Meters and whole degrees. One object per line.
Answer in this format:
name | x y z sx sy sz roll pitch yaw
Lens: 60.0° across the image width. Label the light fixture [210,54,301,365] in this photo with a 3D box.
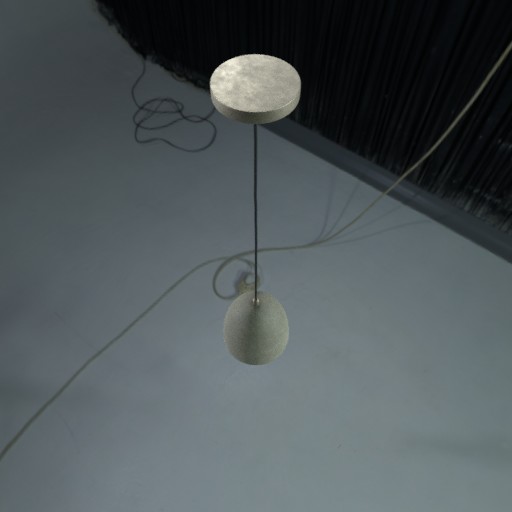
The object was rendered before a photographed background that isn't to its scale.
light fixture | 0.000 0.000 0.833 0.170 0.759 0.170 31 63 18
